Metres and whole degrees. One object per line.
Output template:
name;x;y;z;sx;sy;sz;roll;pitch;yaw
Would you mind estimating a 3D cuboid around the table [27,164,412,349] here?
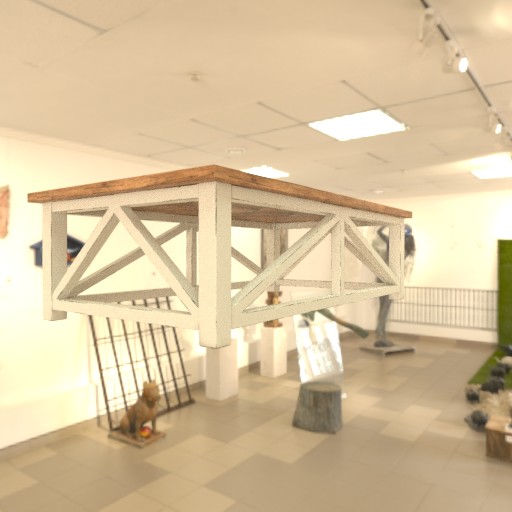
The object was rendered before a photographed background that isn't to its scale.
table;0.000;0.000;1.756;0.800;0.410;1.400;0;1;36
